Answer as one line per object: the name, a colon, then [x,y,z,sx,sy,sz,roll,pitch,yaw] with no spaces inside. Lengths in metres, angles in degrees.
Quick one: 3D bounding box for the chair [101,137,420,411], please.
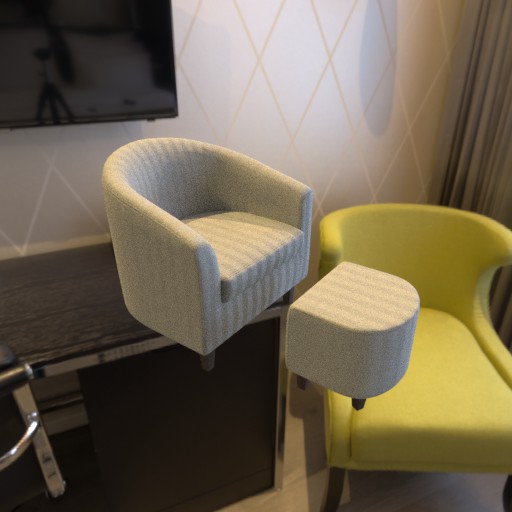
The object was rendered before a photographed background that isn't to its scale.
chair: [0.000,0.000,1.766,1.288,0.757,0.756,18,32,32]
